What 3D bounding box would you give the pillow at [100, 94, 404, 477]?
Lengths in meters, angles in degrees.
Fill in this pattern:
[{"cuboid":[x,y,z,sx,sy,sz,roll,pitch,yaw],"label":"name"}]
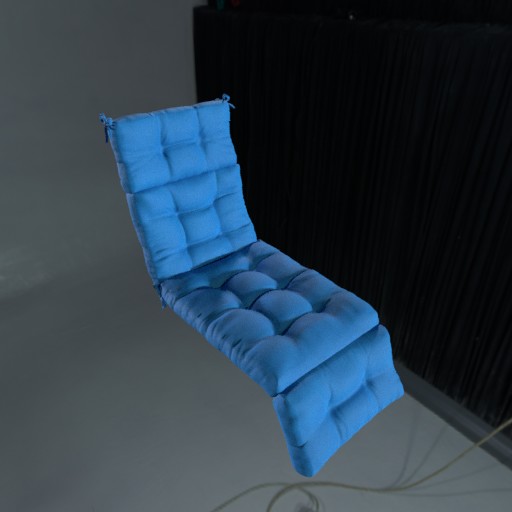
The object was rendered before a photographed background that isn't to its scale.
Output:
[{"cuboid":[0.000,0.000,1.487,0.526,0.863,1.016,-24,38,-34],"label":"pillow"}]
